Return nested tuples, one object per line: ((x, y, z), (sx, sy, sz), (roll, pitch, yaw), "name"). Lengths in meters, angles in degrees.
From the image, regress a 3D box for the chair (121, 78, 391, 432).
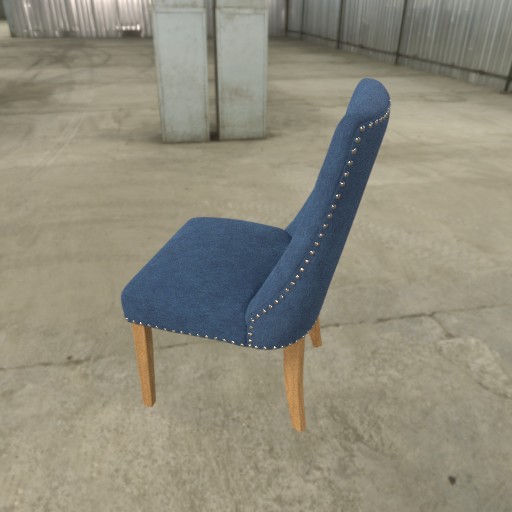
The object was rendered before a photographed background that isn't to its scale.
((0.000, 0.000, 1.244), (0.610, 0.902, 0.495), (8, 31, 13), "chair")
